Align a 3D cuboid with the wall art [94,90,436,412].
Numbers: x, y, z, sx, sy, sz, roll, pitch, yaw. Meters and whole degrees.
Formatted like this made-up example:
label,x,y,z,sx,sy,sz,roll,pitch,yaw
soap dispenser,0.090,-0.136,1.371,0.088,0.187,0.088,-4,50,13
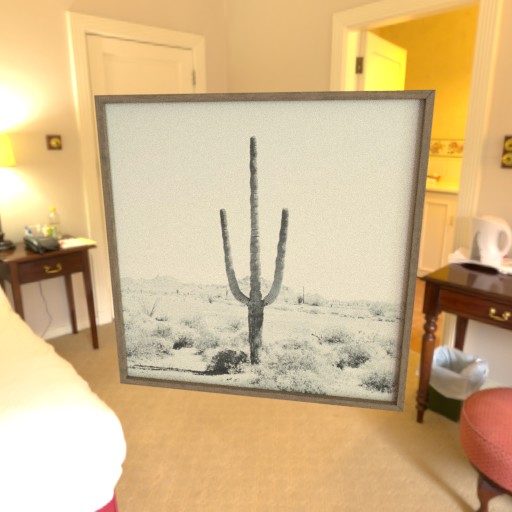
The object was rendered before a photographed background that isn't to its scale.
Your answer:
label,x,y,z,sx,sy,sz,roll,pitch,yaw
wall art,0.000,0.000,0.736,0.508,0.508,0.038,3,16,10
